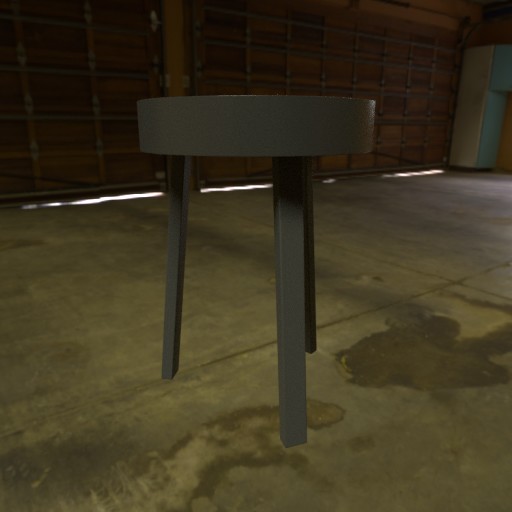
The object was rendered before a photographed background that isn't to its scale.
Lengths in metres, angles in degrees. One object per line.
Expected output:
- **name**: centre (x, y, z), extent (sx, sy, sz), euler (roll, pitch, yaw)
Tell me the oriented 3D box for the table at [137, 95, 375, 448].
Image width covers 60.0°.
- **table**: centre (0.000, 0.000, 0.857), extent (0.406, 0.559, 0.406), euler (0, 16, 0)
